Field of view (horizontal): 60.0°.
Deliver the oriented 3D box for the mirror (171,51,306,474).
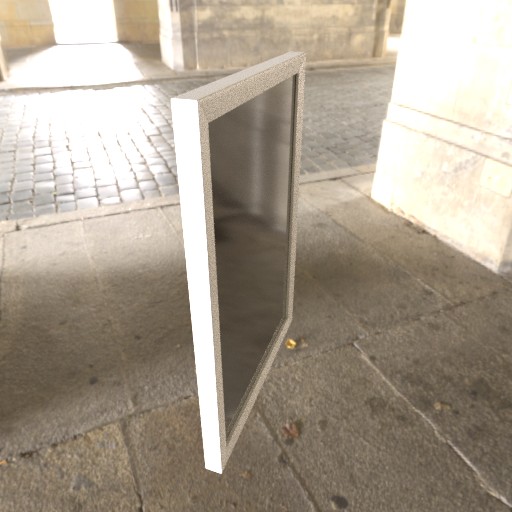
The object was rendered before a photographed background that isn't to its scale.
[{"bbox_3d":[0.000,0.000,0.904,0.040,0.710,0.507,10,32,17],"label":"mirror"}]
